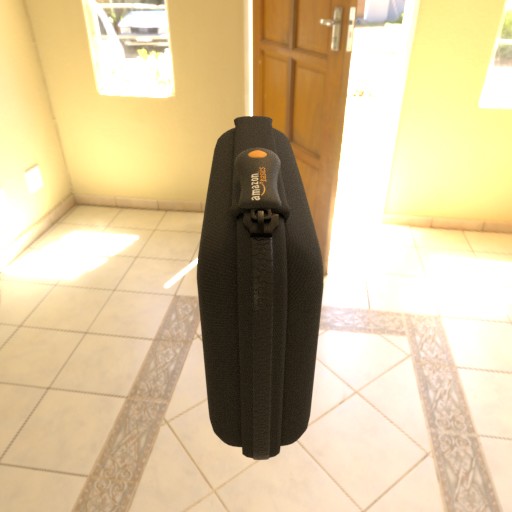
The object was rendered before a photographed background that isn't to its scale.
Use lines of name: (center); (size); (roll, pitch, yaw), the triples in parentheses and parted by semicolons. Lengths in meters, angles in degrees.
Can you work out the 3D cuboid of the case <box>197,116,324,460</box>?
case: (0.000, 0.000, 0.182); (0.038, 0.105, 0.132); (-1, 33, -1)
